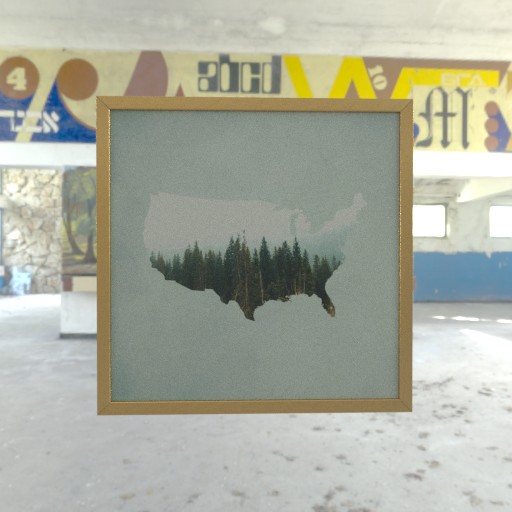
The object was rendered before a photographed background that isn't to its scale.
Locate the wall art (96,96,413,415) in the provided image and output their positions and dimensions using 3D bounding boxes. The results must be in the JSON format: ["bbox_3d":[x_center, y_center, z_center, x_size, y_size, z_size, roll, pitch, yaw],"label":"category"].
[{"bbox_3d":[0.000,0.000,0.733,0.509,0.509,0.040,0,1,-2],"label":"wall art"}]
